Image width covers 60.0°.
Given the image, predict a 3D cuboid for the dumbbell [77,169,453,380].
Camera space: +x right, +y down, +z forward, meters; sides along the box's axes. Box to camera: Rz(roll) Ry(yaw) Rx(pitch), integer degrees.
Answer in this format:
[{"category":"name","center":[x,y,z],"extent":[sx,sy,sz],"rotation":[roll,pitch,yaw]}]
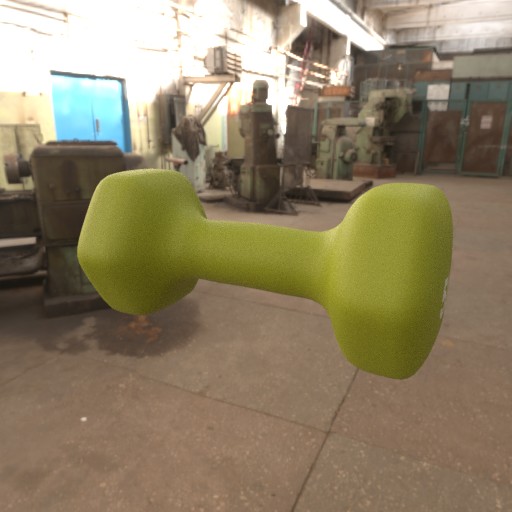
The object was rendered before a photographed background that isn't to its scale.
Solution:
[{"category":"dumbbell","center":[0.000,0.000,0.204],"extent":[0.164,0.072,0.080],"rotation":[9,19,27]}]
